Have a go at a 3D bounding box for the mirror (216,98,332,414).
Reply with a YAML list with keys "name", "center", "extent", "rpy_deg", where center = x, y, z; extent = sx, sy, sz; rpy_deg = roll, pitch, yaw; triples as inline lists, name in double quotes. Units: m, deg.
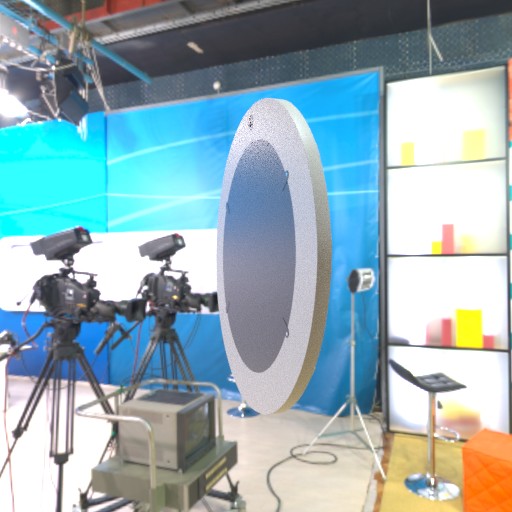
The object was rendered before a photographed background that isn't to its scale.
- name: "mirror"
  center: [0.000, 0.000, 1.357]
  extent: [0.038, 0.914, 0.914]
  rpy_deg: [0, -1, -18]
